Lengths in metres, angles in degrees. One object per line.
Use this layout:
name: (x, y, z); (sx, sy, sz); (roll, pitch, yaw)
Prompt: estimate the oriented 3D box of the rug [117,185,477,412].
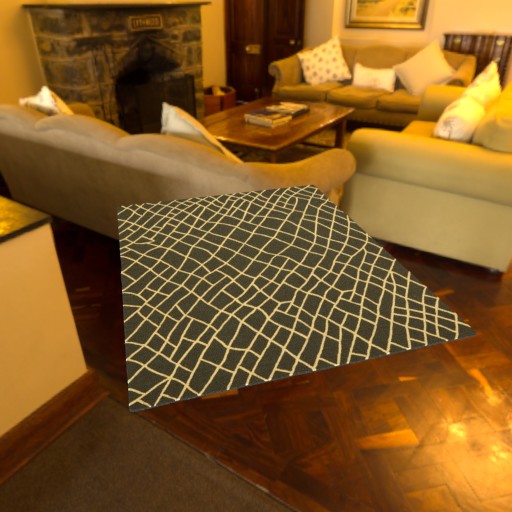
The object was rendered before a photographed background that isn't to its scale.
rug: (0.000, 0.000, 4.143); (2.439, 0.022, 3.047); (-8, 31, -14)
